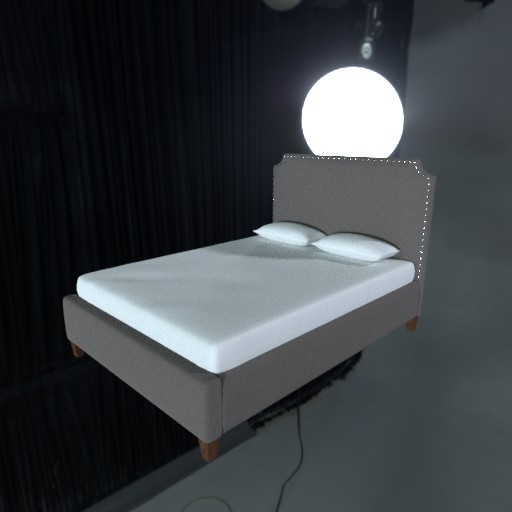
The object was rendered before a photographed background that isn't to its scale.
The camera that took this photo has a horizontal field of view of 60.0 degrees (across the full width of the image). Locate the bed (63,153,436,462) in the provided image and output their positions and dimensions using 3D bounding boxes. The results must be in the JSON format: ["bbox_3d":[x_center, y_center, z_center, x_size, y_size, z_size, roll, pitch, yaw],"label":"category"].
[{"bbox_3d":[0.000,0.000,3.424,2.372,1.443,1.713,-15,21,-43],"label":"bed"}]
